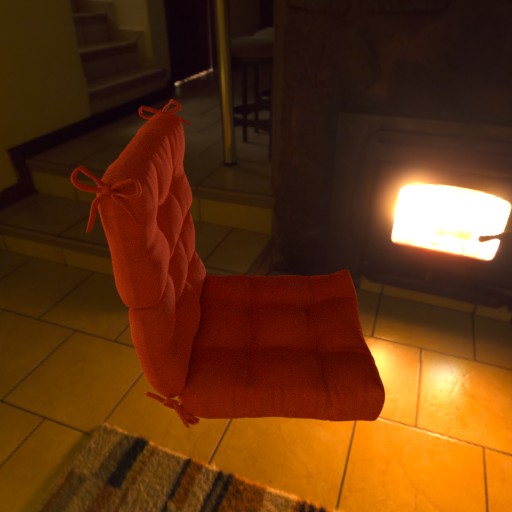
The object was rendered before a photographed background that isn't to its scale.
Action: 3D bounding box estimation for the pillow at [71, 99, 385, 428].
[{"bbox_3d":[0.000,0.000,1.022,0.571,0.605,0.519,0,32,0],"label":"pillow"}]
